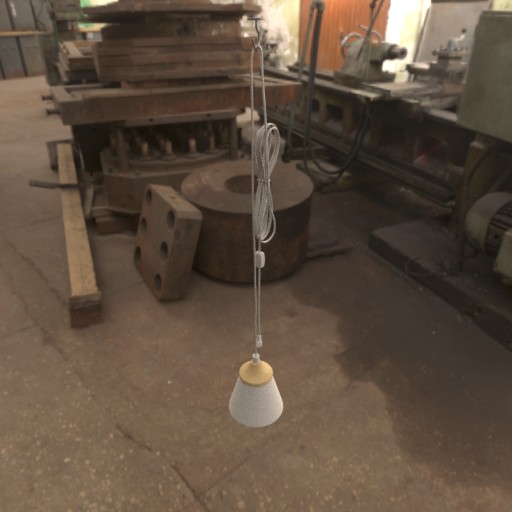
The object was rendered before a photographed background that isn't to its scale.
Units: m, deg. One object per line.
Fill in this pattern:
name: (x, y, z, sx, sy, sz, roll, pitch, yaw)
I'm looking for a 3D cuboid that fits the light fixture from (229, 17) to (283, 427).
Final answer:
light fixture: (0.000, 0.000, 1.021, 0.153, 0.966, 0.153, -21, 35, -33)
